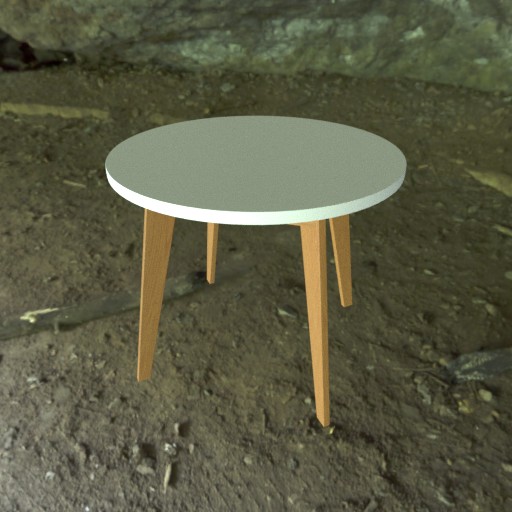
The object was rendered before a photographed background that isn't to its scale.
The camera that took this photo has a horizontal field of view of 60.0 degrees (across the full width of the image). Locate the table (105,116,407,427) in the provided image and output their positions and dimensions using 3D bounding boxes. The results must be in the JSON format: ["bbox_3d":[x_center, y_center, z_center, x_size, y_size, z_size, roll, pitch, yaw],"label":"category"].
[{"bbox_3d":[0.000,0.000,1.567,0.896,0.762,0.896,0,31,0],"label":"table"}]
